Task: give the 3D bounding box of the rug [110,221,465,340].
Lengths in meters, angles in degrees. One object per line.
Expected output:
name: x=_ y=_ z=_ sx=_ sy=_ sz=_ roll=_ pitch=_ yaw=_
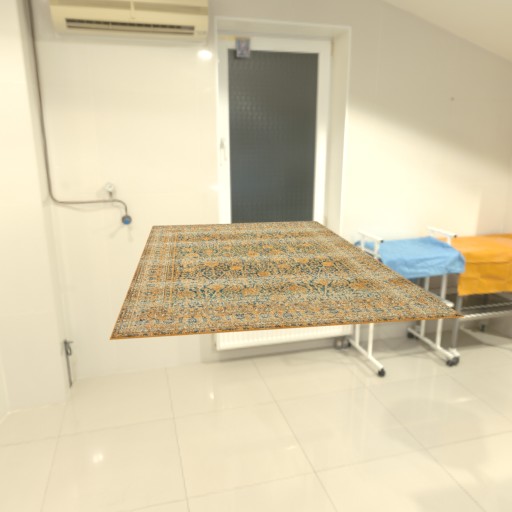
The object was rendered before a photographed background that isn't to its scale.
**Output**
rug: x=0.000 y=0.000 z=2.979 sx=1.525 sy=0.007 sz=2.336 roll=-2 pitch=15 yaw=-8
